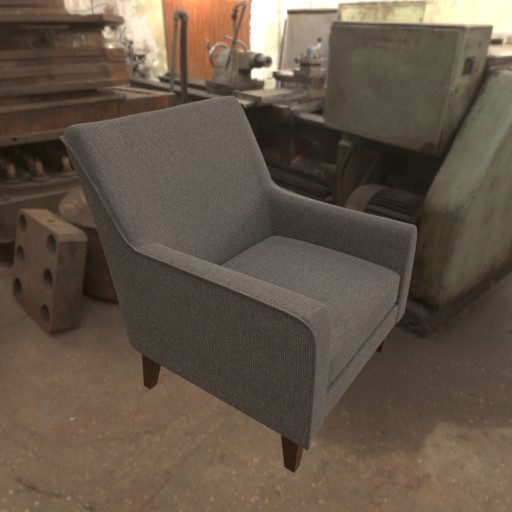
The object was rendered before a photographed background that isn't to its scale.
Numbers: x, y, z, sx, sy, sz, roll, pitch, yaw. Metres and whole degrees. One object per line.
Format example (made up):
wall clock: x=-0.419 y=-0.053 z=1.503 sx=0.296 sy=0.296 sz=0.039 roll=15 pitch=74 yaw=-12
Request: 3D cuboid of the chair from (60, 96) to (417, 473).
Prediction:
chair: x=0.000 y=0.000 z=1.552 sx=0.899 sy=0.919 sz=0.780 roll=19 pitch=33 yaw=31
